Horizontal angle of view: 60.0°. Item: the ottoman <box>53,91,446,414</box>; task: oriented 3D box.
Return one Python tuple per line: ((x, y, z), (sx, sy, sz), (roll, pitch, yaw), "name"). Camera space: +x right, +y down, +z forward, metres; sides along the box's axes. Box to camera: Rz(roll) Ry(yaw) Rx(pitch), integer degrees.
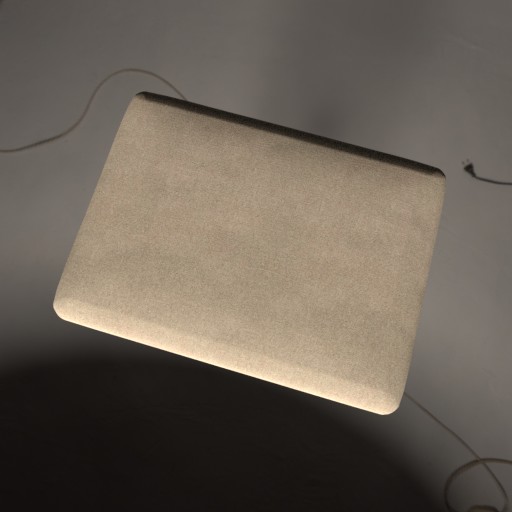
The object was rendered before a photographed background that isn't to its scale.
((0.000, 0.000, 1.222), (0.823, 0.478, 0.610), (16, 78, 3), "ottoman")
